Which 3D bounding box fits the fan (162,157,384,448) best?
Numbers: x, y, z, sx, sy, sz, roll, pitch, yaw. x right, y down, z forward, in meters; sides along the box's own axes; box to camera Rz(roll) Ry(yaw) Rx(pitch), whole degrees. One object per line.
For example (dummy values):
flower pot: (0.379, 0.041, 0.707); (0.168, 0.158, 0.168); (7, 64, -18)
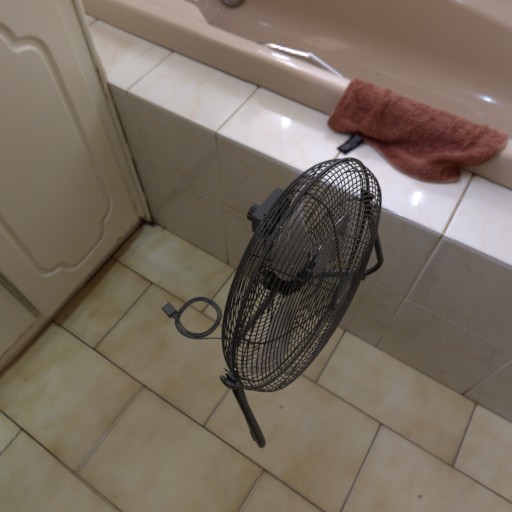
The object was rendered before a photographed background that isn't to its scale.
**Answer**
fan: (0.000, 0.000, 0.934); (0.424, 0.546, 0.555); (31, 63, 18)
